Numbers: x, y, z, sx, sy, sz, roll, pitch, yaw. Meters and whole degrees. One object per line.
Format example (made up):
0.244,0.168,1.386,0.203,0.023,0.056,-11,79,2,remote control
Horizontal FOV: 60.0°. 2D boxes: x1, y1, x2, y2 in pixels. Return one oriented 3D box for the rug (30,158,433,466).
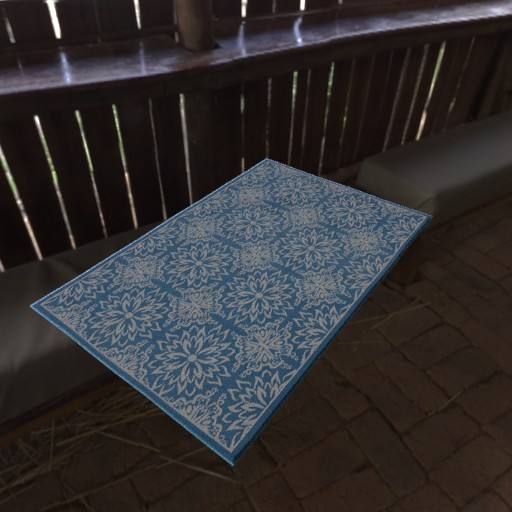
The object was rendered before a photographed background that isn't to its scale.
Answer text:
0.000,0.000,3.493,1.830,0.018,2.769,26,46,28,rug
